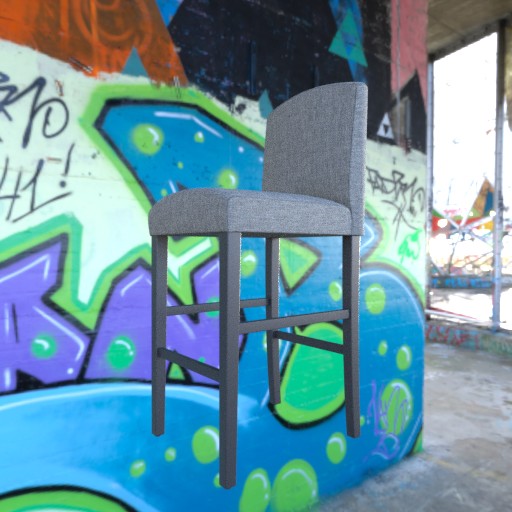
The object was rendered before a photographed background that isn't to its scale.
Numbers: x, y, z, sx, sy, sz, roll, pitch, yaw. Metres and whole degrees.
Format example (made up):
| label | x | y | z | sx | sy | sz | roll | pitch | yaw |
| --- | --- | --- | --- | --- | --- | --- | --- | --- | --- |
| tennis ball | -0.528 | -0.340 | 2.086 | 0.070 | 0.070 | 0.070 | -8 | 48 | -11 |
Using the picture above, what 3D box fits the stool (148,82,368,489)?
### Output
| label | x | y | z | sx | sy | sz | roll | pitch | yaw |
| --- | --- | --- | --- | --- | --- | --- | --- | --- | --- |
| stool | 0.000 | 0.000 | 1.388 | 0.552 | 1.138 | 0.451 | -1 | 1 | -38 |
